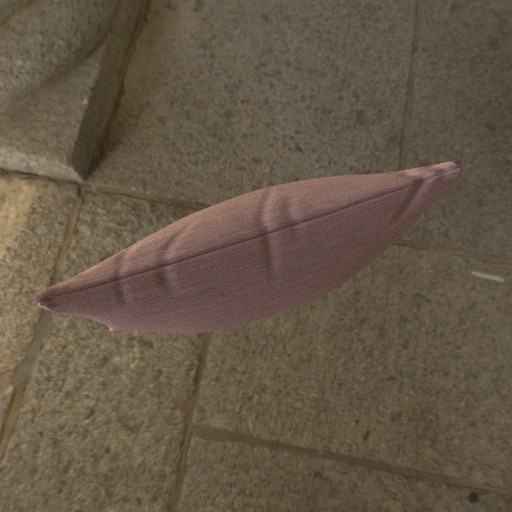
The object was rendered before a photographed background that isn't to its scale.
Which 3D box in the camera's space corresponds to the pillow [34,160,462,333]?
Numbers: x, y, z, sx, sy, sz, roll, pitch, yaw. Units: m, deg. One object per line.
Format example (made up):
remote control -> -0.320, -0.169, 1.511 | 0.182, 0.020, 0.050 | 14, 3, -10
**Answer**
pillow -> 0.000, 0.000, 0.776 | 0.633, 0.338, 0.210 | -18, 76, -5
